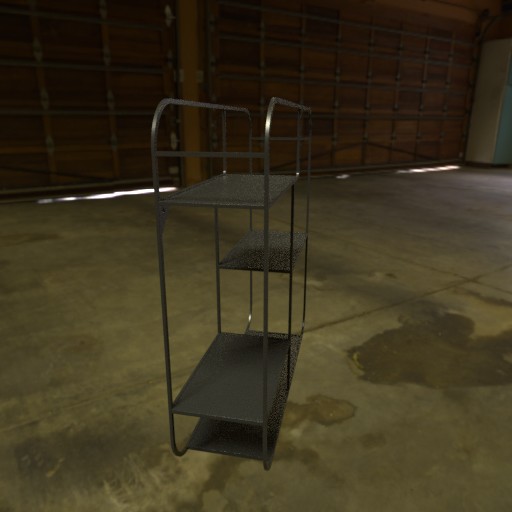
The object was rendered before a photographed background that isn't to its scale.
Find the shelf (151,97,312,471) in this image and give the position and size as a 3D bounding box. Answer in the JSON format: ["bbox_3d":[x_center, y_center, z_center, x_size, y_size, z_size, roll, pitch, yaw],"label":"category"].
[{"bbox_3d":[0.000,0.000,0.926,0.160,0.600,0.600,4,17,12],"label":"shelf"}]
